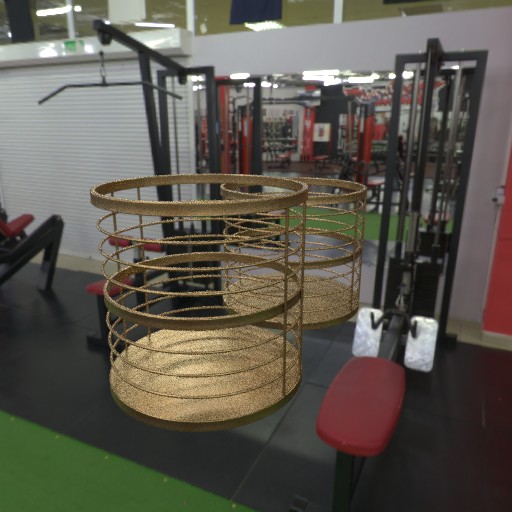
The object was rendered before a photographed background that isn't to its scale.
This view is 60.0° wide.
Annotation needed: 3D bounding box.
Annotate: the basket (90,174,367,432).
[{"bbox_3d":[0.000,0.000,0.959,0.356,0.351,0.746,8,18,26],"label":"basket"}]
